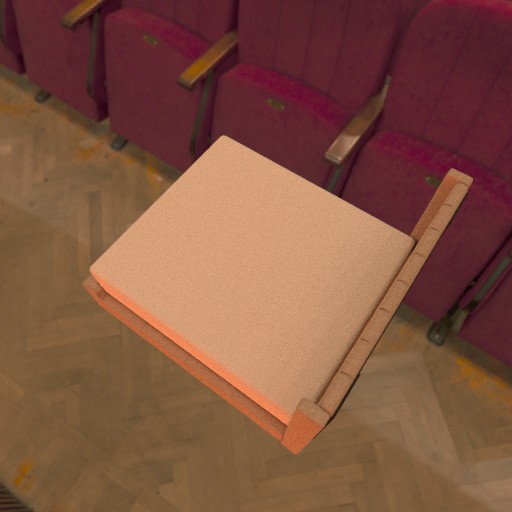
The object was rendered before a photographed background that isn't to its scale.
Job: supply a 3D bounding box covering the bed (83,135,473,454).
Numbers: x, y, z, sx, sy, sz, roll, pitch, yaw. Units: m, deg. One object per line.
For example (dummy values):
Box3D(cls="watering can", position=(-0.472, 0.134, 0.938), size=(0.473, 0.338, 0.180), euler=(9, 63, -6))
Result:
Box3D(cls="bed", position=(0.000, 0.000, 3.807), size=(2.370, 1.743, 2.045), euler=(32, 66, 16))
